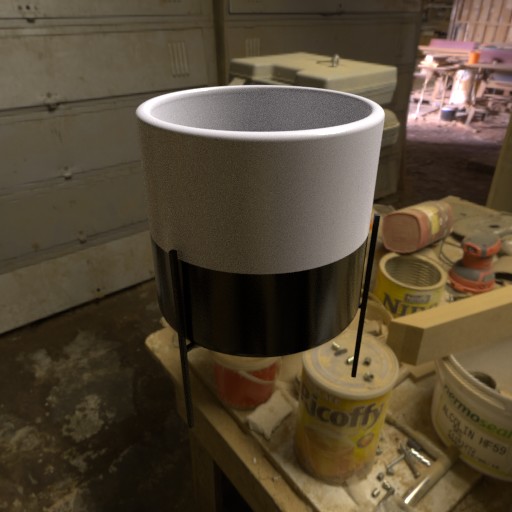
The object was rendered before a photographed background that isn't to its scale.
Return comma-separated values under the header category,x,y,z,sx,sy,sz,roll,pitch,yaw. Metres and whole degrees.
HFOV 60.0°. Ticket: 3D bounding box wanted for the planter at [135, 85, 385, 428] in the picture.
category,x,y,z,sx,sy,sz,roll,pitch,yaw
planter,0.000,0.000,0.652,0.310,0.432,0.310,-20,35,-31
